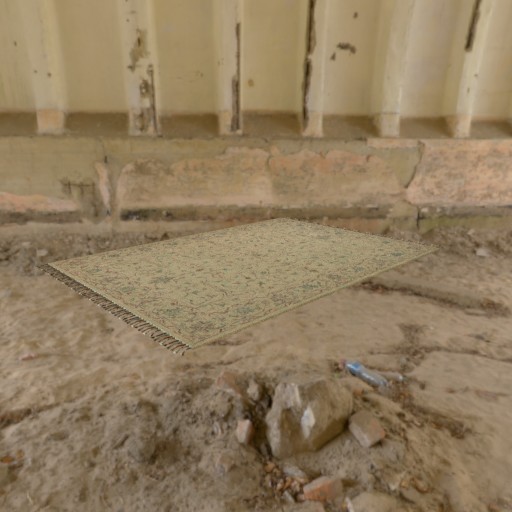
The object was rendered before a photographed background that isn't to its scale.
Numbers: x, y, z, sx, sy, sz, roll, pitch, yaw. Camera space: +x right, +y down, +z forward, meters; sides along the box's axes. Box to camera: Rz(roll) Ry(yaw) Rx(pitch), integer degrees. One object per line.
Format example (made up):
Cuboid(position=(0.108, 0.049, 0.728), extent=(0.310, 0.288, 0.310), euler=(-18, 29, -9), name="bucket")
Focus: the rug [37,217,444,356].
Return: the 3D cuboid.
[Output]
Cuboid(position=(0.000, 0.000, 2.332), extent=(1.802, 0.008, 1.247), euler=(-15, 22, -42), name="rug")
